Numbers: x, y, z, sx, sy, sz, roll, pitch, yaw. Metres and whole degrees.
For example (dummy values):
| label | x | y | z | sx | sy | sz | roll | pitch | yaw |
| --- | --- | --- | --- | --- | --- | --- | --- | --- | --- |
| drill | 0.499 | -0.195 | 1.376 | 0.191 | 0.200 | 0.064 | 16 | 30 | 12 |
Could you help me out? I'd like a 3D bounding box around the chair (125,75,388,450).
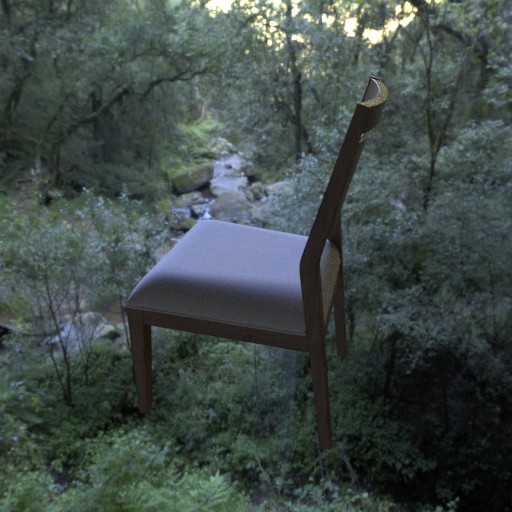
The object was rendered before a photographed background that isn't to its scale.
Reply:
| label | x | y | z | sx | sy | sz | roll | pitch | yaw |
| --- | --- | --- | --- | --- | --- | --- | --- | --- | --- |
| chair | 0.000 | 0.000 | 1.275 | 0.610 | 0.939 | 0.497 | 8 | 30 | 14 |
